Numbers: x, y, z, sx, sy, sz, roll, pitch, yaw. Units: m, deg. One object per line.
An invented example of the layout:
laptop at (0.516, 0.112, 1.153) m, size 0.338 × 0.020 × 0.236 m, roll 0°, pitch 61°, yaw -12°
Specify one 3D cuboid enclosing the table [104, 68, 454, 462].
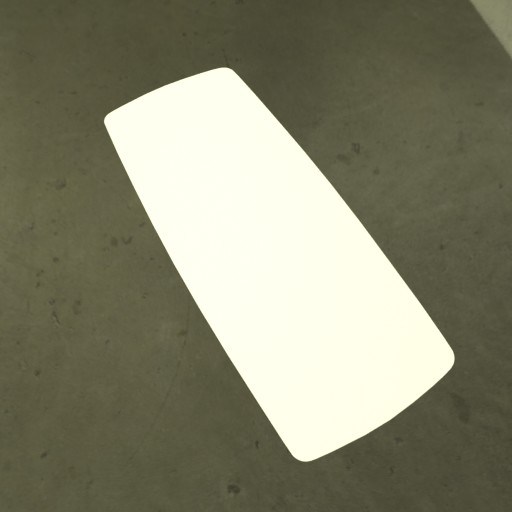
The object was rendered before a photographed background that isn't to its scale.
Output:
table at (0.000, 0.000, 1.580) m, size 0.561 × 0.474 × 1.334 m, roll -28°, pitch 67°, yaw -13°
